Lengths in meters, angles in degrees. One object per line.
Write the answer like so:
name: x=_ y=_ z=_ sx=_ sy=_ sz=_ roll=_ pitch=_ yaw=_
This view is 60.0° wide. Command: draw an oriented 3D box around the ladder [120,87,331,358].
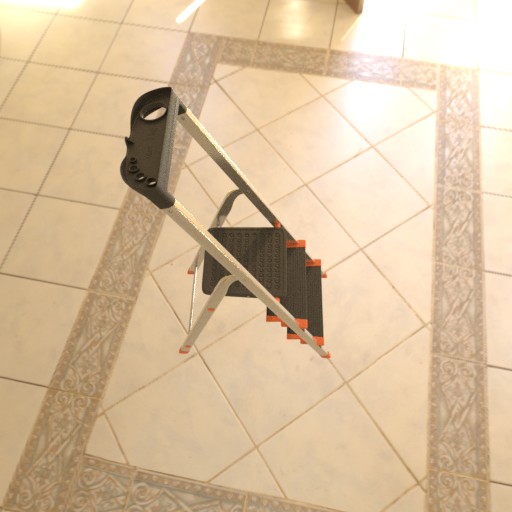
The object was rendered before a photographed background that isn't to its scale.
ladder: x=0.000 y=0.000 z=1.539 sx=0.686 sy=1.229 sz=0.416 roll=2 pitch=64 yaw=1
